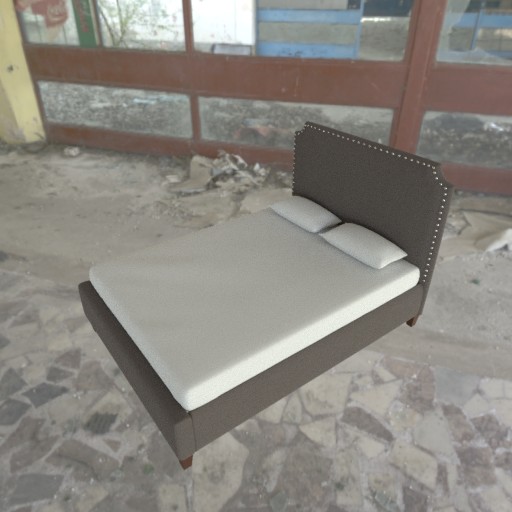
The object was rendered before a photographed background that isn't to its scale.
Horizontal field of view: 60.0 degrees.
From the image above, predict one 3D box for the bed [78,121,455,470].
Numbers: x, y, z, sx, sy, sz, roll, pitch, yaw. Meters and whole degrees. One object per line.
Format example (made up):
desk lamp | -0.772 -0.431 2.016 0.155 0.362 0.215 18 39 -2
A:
bed | 0.000 0.000 3.480 2.372 1.443 1.713 -21 38 -30
